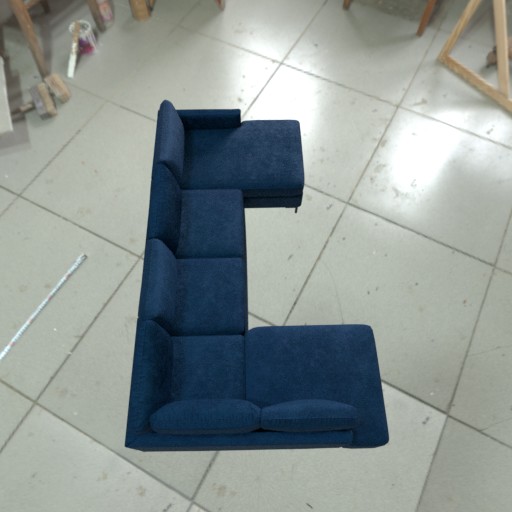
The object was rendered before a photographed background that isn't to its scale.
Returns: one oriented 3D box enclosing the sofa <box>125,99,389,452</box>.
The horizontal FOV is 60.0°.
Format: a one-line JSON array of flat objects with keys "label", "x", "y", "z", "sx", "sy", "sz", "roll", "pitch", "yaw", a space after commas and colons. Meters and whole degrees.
[{"label": "sofa", "x": 0.000, "y": 0.000, "z": 4.277, "sx": 2.055, "sy": 0.992, "sz": 3.434, "roll": -1, "pitch": 63, "yaw": -1}]
